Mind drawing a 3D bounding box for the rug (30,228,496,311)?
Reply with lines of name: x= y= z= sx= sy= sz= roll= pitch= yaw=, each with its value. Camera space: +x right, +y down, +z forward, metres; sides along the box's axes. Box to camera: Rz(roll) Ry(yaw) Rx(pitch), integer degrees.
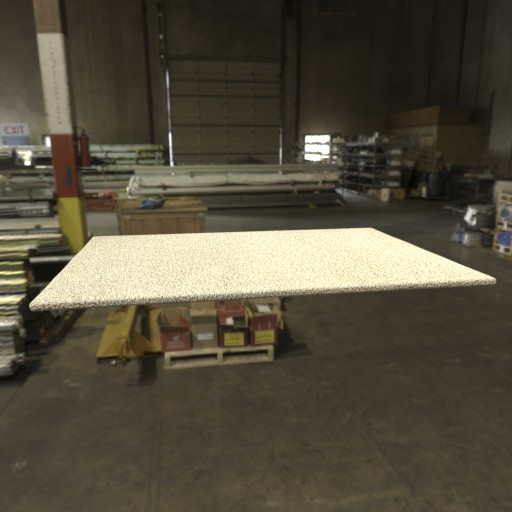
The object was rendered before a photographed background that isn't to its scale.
rug: x=0.000 y=0.000 z=2.231 sx=1.778 sy=0.030 sz=1.219 roll=-2 pitch=14 yaw=-10
